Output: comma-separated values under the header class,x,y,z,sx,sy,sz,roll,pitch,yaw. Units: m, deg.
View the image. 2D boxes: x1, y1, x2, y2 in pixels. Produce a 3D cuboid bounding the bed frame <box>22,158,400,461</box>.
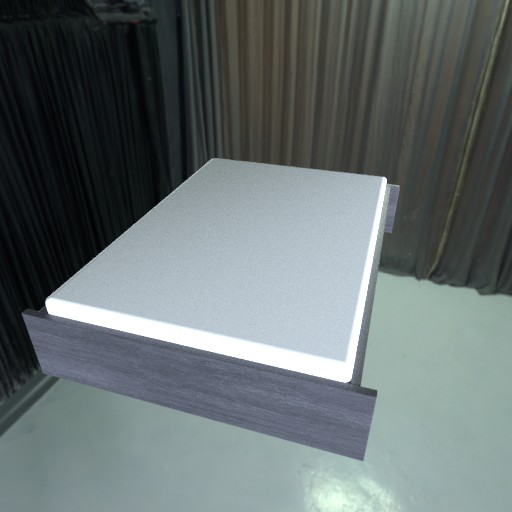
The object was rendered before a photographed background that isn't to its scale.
class,x,y,z,sx,sy,sz,roll,pitch,yaw
bed frame,0.000,0.000,2.575,1.490,0.432,1.950,10,33,15
